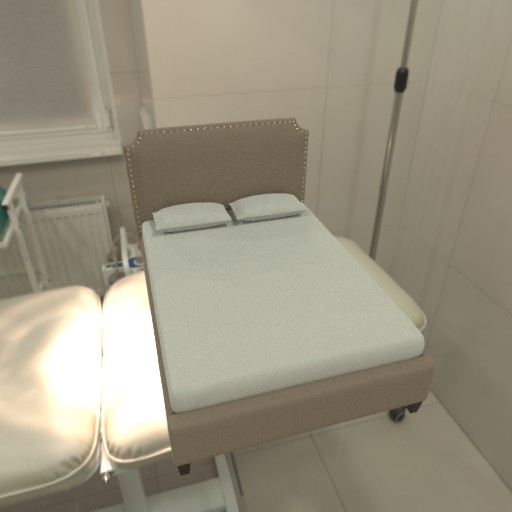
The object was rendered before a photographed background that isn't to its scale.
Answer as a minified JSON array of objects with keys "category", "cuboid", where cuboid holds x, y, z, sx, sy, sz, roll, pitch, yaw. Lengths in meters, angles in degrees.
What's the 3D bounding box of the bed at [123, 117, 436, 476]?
[{"category":"bed","cuboid":[0.000,0.000,3.405,1.713,1.443,2.372,-9,33,-14]}]
